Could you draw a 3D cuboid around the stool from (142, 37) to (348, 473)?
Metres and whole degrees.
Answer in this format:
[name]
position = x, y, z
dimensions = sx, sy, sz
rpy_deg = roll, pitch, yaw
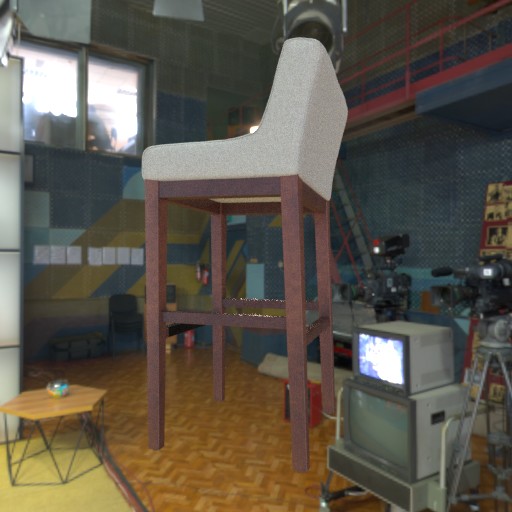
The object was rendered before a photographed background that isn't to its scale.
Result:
[stool]
position = 0.000, 0.000, 1.333
dimensions = 0.500, 1.037, 0.511
rpy_deg = 0, -1, 18
